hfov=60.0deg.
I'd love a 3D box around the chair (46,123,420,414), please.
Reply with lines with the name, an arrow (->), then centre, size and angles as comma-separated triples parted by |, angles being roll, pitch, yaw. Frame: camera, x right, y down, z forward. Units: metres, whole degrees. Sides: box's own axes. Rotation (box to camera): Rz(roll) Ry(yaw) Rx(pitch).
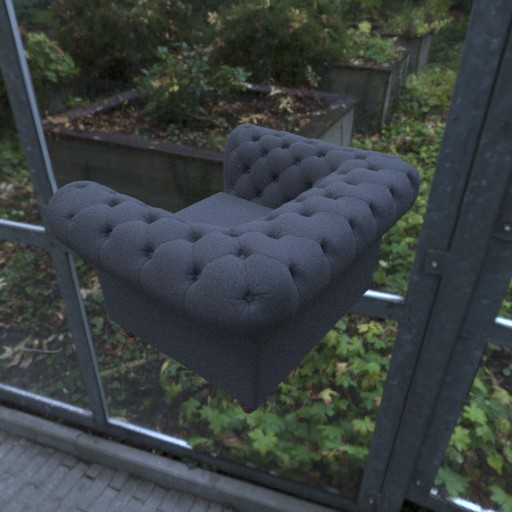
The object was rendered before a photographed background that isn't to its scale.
chair -> 0.000, 0.000, 1.898 | 0.976, 0.770, 1.270 | 22, 38, 31
